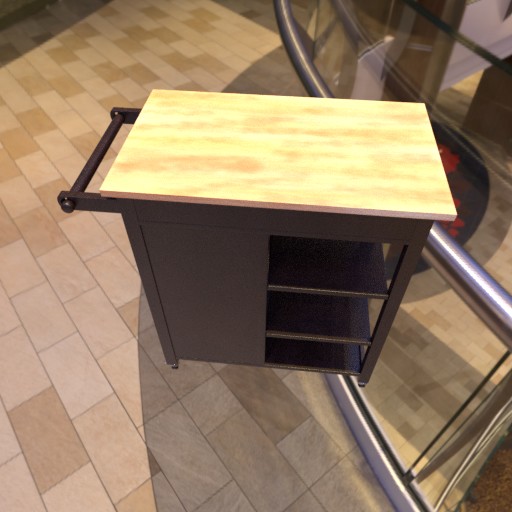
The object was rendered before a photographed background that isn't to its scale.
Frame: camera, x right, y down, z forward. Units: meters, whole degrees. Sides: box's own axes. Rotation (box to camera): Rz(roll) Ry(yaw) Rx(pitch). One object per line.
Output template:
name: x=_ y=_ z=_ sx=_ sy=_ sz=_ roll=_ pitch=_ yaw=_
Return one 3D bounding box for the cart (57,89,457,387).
cart: x=0.000 y=0.000 z=1.459 sx=0.914 sy=0.878 sz=0.472 roll=4 pitch=48 yaw=4
